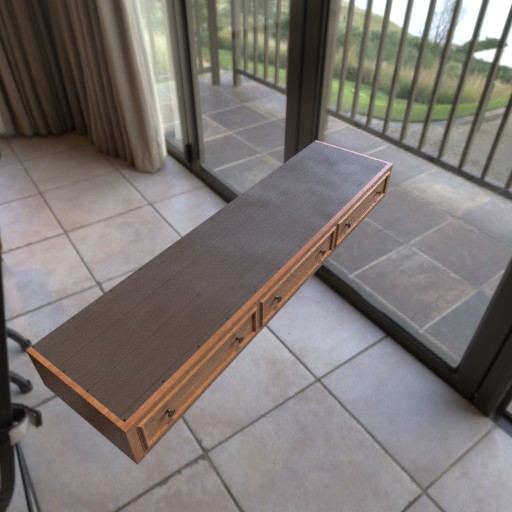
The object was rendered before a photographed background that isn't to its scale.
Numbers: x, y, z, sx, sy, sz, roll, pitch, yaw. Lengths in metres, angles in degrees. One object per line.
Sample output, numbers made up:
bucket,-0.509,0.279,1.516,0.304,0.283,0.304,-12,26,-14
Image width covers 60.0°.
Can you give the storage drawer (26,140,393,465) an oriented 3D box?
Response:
storage drawer,0.000,0.000,2.156,0.538,0.264,2.032,25,47,27
